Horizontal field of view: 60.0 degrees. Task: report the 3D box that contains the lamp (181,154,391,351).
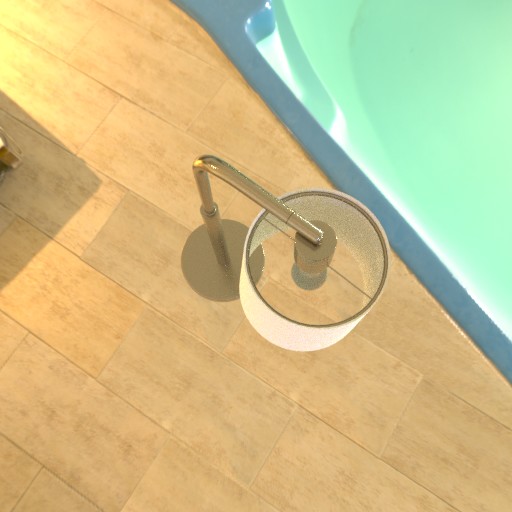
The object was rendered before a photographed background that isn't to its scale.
[{"bbox_3d":[0.000,0.000,0.640,0.333,0.489,0.171,38,78,9],"label":"lamp"}]
